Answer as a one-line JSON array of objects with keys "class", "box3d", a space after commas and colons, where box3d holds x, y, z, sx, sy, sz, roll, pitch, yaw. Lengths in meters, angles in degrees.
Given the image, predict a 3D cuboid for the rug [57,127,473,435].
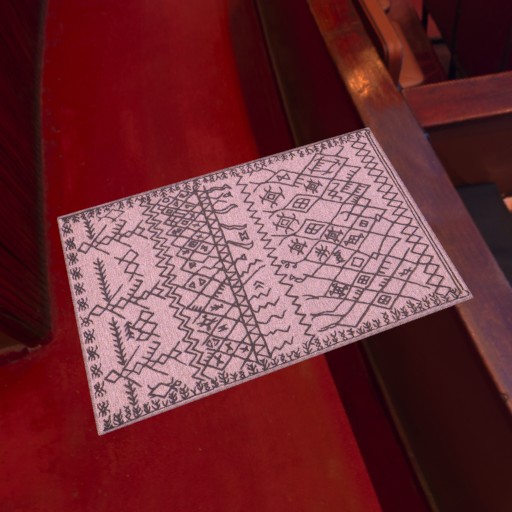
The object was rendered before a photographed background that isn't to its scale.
[{"class": "rug", "box3d": [0.000, 0.000, 3.004, 2.444, 0.012, 1.526, -18, 65, -9]}]
